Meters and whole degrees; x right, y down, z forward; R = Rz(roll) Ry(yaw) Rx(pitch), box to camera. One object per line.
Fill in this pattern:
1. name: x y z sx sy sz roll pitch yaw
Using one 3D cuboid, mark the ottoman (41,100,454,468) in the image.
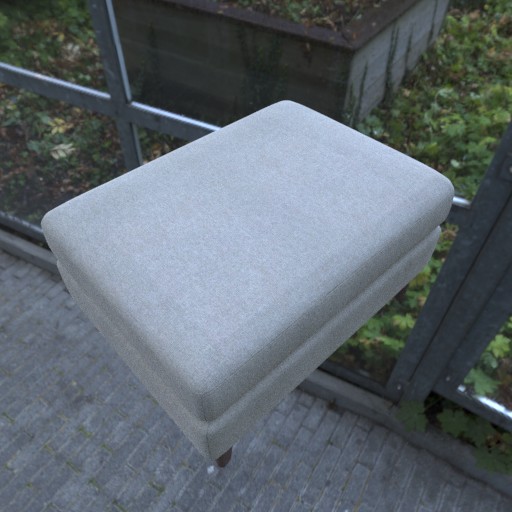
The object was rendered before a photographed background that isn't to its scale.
1. ottoman: 0.000 0.000 1.176 0.823 0.478 0.610 -34 55 -28
